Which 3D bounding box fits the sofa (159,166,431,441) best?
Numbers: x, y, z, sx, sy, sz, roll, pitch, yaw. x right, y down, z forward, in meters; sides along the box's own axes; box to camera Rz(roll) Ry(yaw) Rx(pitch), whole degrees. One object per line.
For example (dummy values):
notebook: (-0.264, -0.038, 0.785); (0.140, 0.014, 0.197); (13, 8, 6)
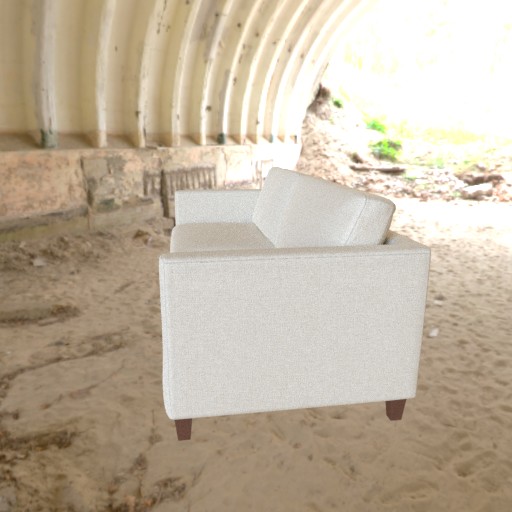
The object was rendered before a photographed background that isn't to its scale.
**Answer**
sofa: (0.000, 0.000, 2.451); (0.965, 0.889, 1.981); (-2, 15, -8)
